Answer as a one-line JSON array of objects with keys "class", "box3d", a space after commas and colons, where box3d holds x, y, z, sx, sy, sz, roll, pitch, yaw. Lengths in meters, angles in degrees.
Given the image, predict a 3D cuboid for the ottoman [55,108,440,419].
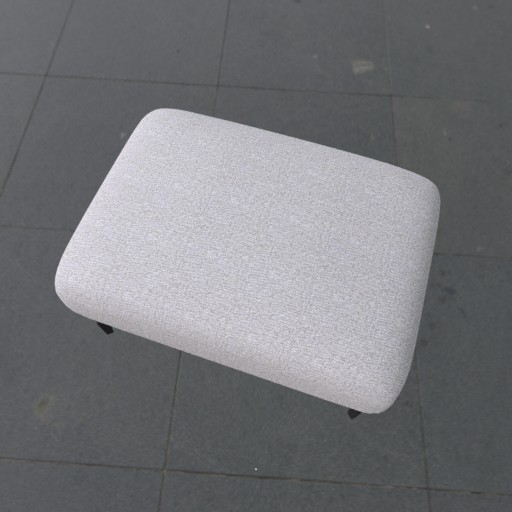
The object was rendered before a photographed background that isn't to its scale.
[{"class": "ottoman", "box3d": [0.000, 0.000, 1.097, 0.772, 0.420, 0.568, 17, 66, 8]}]
